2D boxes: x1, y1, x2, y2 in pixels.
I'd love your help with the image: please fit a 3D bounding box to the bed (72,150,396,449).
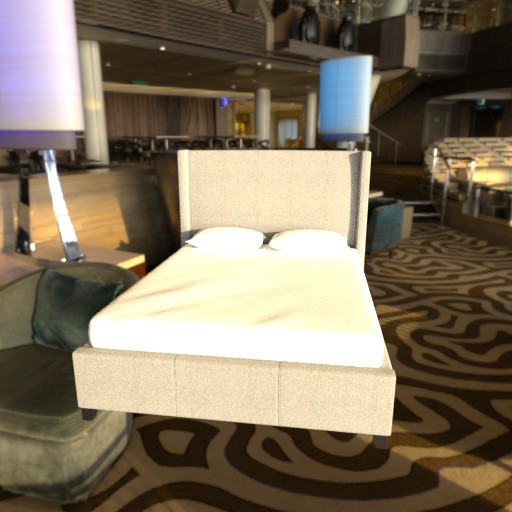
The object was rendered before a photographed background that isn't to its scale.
[{"bbox_3d":[0.000,0.000,3.325,1.774,1.491,2.222,2,15,8],"label":"bed"}]
